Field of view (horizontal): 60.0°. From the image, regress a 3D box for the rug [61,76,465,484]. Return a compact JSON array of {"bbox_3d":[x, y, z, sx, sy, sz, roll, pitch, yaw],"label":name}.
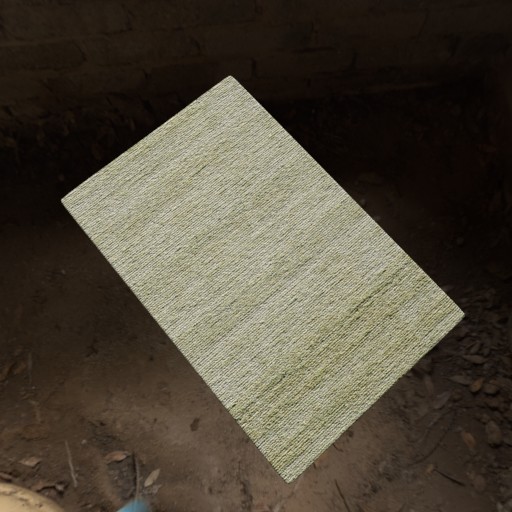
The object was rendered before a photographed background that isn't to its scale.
[{"bbox_3d":[0.000,0.000,2.194,1.143,0.010,1.758,-40,79,-10],"label":"rug"}]
